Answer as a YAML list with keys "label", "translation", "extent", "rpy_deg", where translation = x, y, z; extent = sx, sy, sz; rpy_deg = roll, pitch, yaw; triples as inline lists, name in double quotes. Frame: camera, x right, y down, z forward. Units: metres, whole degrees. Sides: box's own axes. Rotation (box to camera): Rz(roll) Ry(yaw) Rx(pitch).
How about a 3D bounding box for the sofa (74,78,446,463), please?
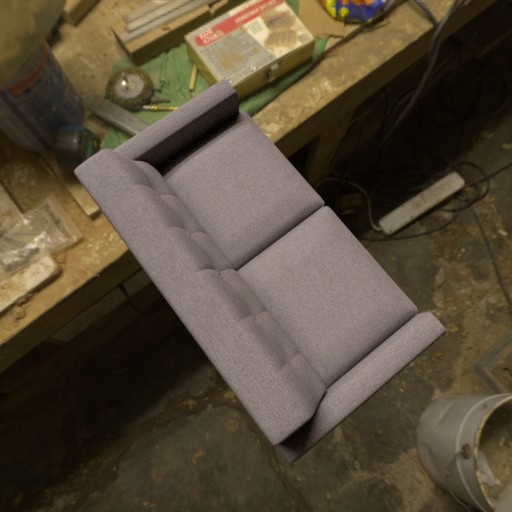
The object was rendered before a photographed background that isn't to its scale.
- label: "sofa"
  translation: [0.000, 0.000, 2.166]
  extent: [0.909, 0.841, 1.631]
  rpy_deg: [-37, 78, -9]
